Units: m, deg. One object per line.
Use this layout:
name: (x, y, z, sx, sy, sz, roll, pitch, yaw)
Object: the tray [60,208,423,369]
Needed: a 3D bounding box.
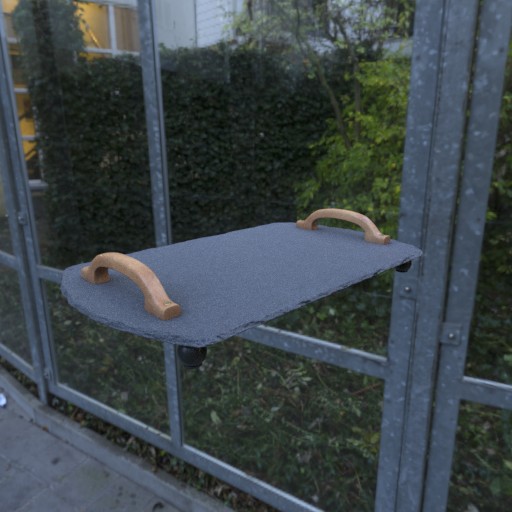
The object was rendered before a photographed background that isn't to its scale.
tray: (0.000, 0.000, 0.476, 0.387, 0.062, 0.231, -15, 22, -43)
